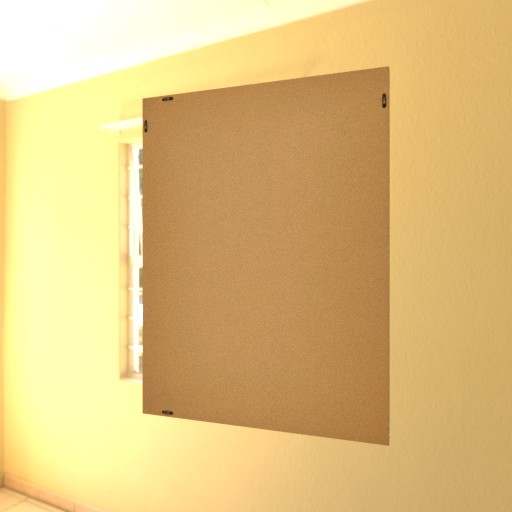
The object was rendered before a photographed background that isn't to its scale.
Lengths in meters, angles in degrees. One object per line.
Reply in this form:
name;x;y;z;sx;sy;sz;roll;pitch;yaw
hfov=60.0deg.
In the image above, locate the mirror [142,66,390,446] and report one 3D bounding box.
mirror;0.000;0.000;1.322;0.762;1.016;0.041;0;0;19
